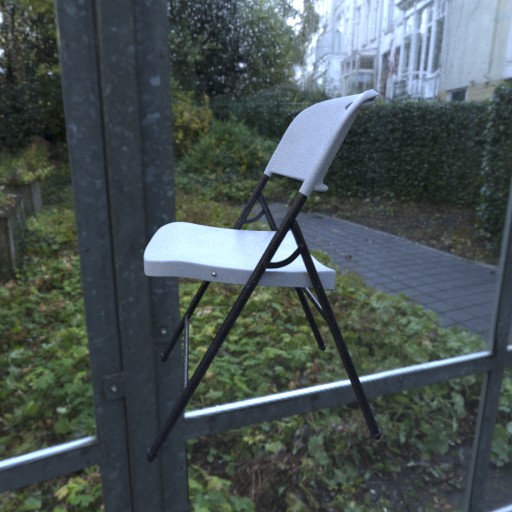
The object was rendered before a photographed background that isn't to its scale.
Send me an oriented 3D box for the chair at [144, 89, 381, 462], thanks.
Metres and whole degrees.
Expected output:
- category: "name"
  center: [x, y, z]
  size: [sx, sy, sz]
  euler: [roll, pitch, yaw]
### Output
- category: "chair"
  center: [0.000, 0.000, 1.160]
  size: [0.566, 0.810, 0.494]
  euler: [-2, 15, -8]
